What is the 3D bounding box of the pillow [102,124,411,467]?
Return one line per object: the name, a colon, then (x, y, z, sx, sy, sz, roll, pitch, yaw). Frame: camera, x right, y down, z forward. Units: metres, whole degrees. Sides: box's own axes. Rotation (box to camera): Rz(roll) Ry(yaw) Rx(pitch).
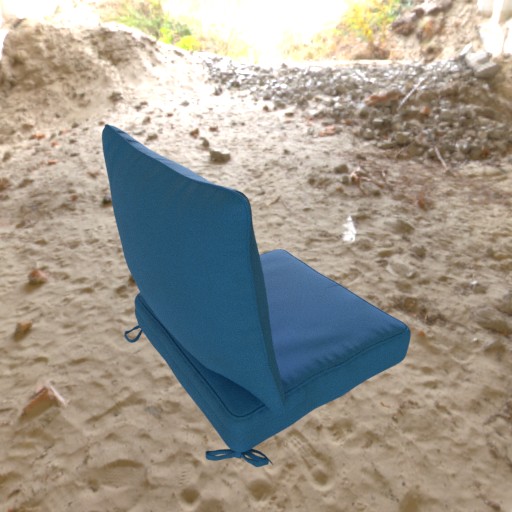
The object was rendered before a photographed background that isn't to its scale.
pillow: (0.000, 0.000, 1.334, 0.733, 0.725, 0.798, -18, 32, -30)
